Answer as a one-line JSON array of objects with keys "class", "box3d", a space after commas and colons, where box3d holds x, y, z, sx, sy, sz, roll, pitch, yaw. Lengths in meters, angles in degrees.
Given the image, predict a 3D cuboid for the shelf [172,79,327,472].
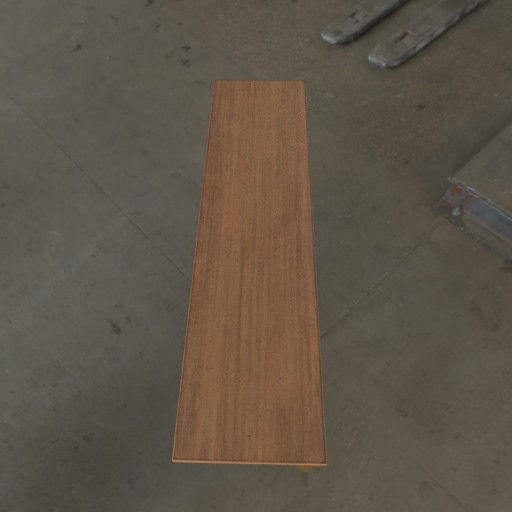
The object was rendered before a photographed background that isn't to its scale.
[{"class": "shelf", "box3d": [0.000, 0.000, 0.720, 0.166, 0.190, 0.636, 1, 58, 1]}]
